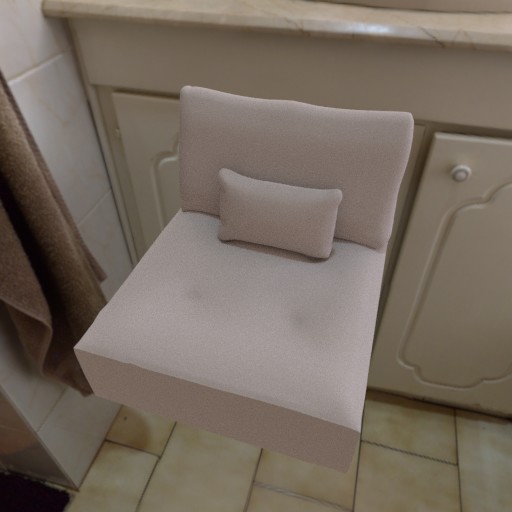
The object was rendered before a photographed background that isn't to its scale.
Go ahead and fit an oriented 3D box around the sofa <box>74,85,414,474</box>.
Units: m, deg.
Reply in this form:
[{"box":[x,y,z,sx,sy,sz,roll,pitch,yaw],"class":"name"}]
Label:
[{"box":[0.000,0.000,1.614,0.935,0.828,1.000,12,43,13],"class":"sofa"}]
